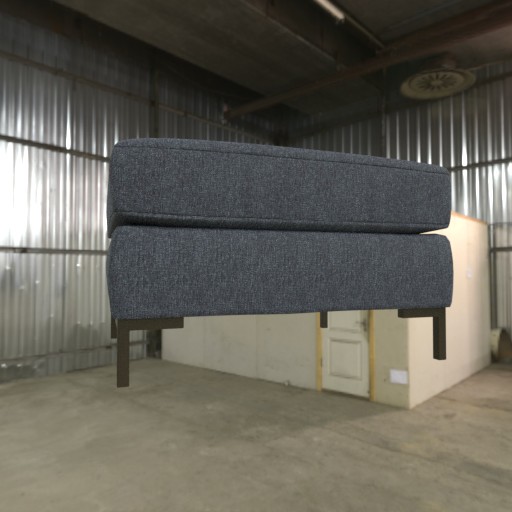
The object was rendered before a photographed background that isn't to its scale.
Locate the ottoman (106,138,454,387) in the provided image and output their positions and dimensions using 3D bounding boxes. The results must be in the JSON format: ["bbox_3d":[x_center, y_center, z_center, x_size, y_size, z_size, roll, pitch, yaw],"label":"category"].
[{"bbox_3d":[0.000,0.000,1.300,0.831,0.533,0.695,1,-2,-19],"label":"ottoman"}]
